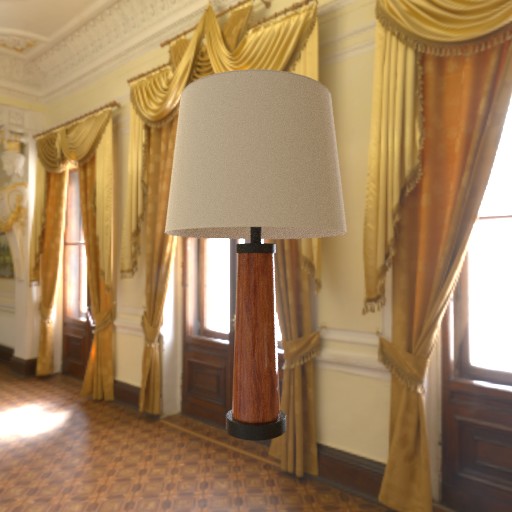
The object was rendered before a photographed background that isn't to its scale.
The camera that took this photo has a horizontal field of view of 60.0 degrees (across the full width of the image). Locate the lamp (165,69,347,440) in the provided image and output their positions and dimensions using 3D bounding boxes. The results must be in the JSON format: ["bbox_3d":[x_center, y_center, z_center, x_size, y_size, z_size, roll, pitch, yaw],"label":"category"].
[{"bbox_3d":[0.000,0.000,0.862,0.349,0.667,0.349,0,-1,0],"label":"lamp"}]
